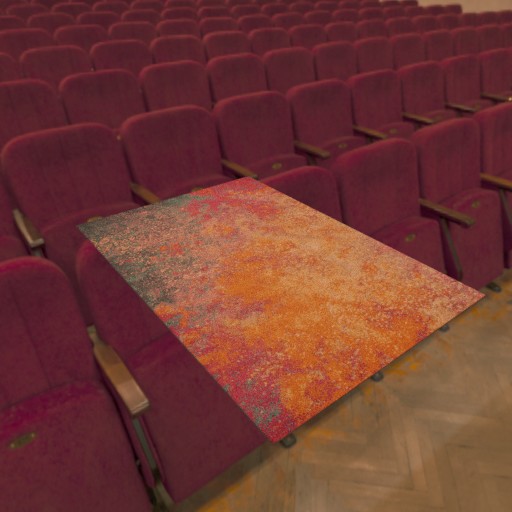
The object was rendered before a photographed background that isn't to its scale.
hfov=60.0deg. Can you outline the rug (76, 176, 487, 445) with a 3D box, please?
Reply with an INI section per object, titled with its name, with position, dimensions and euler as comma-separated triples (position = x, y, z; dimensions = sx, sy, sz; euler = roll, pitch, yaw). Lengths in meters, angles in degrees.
[rug]
position = 0.000, 0.000, 3.668
dimensions = 2.007, 0.013, 2.896
euler = -22, 38, -31
